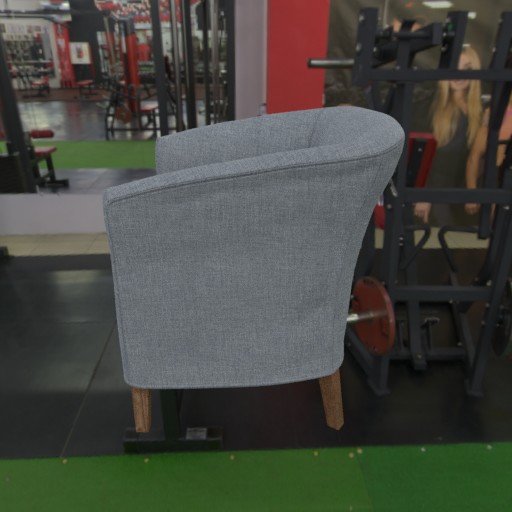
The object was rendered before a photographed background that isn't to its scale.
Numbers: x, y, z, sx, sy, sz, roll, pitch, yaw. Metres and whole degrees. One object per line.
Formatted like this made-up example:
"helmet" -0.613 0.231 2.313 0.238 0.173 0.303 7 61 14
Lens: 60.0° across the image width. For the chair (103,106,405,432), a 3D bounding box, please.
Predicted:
"chair" 0.000 0.000 1.255 0.668 0.771 0.600 0 26 0
